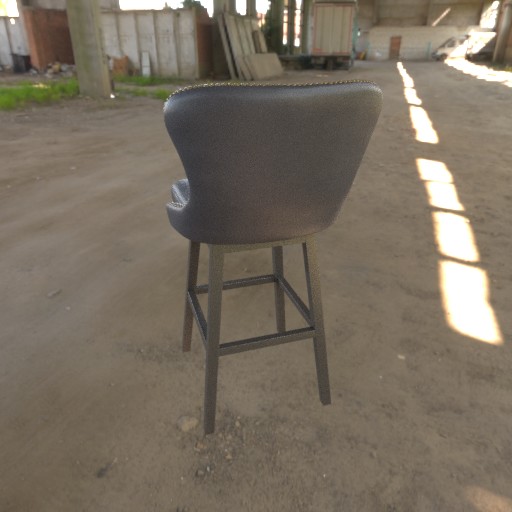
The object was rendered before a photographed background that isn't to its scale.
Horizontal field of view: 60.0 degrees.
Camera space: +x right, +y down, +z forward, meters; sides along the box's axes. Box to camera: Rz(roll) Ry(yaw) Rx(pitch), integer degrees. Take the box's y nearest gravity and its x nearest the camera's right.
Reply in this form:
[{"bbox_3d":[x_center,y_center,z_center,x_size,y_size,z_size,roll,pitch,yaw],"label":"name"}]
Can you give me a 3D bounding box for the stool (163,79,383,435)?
[{"bbox_3d":[0.000,0.000,1.373,0.528,1.050,0.601,-8,27,-16],"label":"stool"}]
